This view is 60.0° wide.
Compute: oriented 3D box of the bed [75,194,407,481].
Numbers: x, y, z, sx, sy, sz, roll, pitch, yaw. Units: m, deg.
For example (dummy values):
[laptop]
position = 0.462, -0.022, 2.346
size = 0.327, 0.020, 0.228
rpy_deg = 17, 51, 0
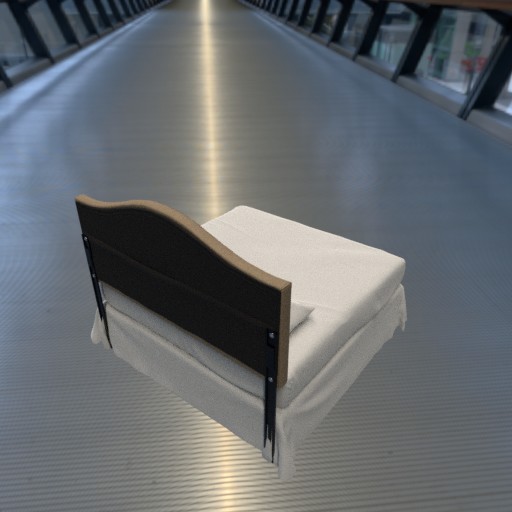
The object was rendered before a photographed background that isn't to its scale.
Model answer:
[bed]
position = 0.000, 0.000, 3.877
size = 2.311, 1.651, 2.222
rpy_deg = 22, 37, 33
